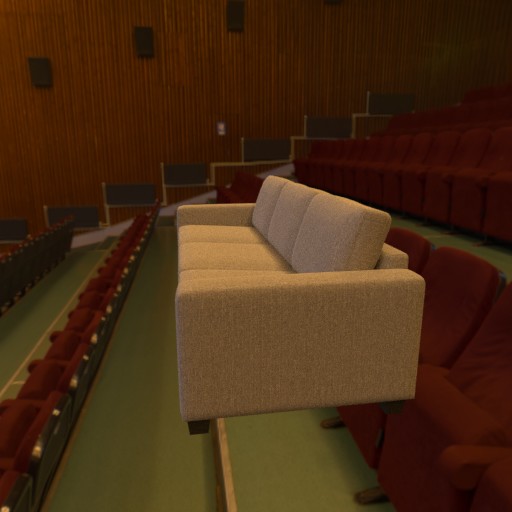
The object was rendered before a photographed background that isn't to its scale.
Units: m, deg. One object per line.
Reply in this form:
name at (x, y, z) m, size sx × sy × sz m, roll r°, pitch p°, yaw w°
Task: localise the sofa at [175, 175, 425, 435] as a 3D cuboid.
sofa at (0.000, 0.000, 2.553) m, size 0.900 × 0.800 × 2.120 m, roll -2°, pitch 14°, yaw -9°
